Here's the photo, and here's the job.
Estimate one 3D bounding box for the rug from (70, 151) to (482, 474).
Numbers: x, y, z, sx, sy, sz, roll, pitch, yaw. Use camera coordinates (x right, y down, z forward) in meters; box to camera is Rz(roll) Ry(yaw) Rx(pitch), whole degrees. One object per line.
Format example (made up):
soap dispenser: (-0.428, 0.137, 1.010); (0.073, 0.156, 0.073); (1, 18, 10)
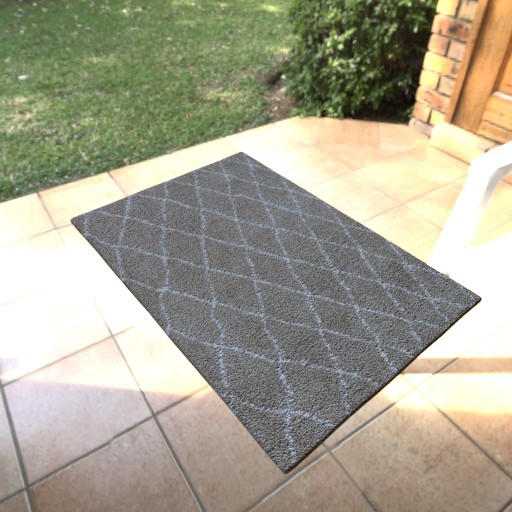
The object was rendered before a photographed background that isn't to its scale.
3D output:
rug: (0.000, 0.000, 2.239); (1.219, 0.030, 1.778); (-29, 49, -28)
